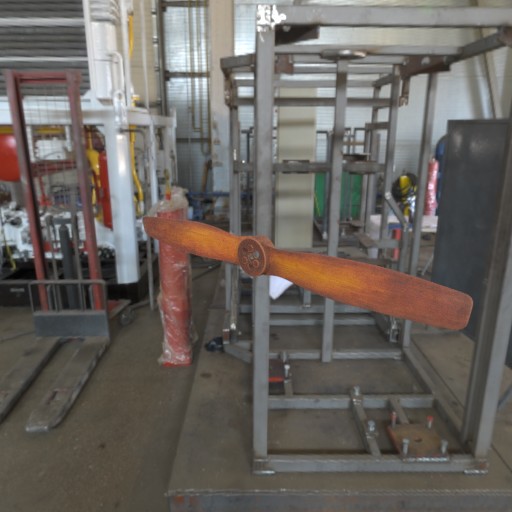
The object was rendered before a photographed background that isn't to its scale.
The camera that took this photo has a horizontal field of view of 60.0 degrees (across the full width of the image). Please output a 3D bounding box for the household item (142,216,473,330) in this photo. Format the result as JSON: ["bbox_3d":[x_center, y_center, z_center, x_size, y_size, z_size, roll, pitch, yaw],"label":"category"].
[{"bbox_3d":[0.000,0.000,1.269,1.181,0.121,0.051,15,22,42],"label":"household item"}]
